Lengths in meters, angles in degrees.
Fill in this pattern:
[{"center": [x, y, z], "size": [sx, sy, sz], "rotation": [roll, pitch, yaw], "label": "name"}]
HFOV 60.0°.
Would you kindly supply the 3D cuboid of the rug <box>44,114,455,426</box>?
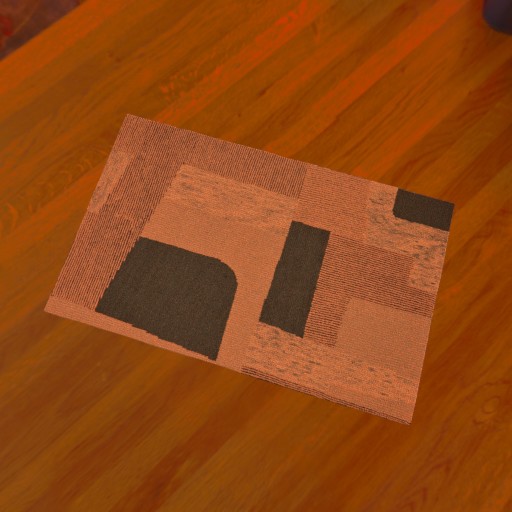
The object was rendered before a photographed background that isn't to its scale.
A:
[{"center": [0.000, 0.000, 2.984], "size": [2.436, 0.015, 1.521], "rotation": [16, 76, 4], "label": "rug"}]
